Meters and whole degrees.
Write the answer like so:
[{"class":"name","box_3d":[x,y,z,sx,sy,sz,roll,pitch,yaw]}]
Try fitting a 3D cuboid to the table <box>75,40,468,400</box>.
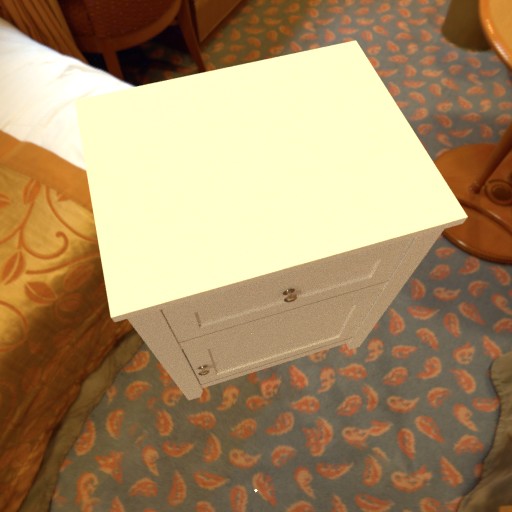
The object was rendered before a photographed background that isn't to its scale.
[{"class":"table","box_3d":[0.000,0.000,0.927,0.480,0.635,0.381,-15,63,-8]}]
